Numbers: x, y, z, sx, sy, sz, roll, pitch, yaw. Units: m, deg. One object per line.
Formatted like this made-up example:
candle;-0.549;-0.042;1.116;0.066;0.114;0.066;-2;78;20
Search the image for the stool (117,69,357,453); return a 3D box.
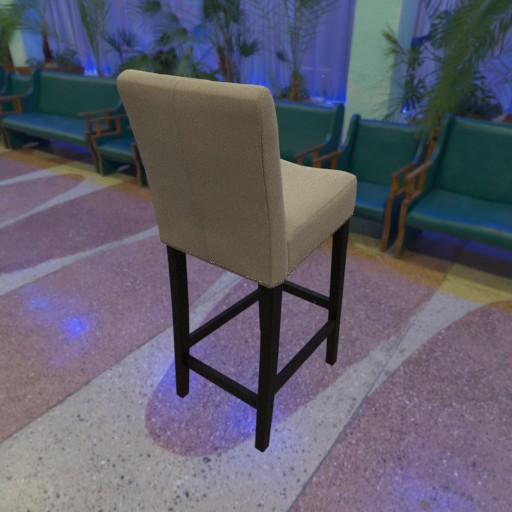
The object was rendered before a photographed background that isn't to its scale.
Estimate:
stool;0.000;0.000;1.315;0.411;1.047;0.548;21;36;32
